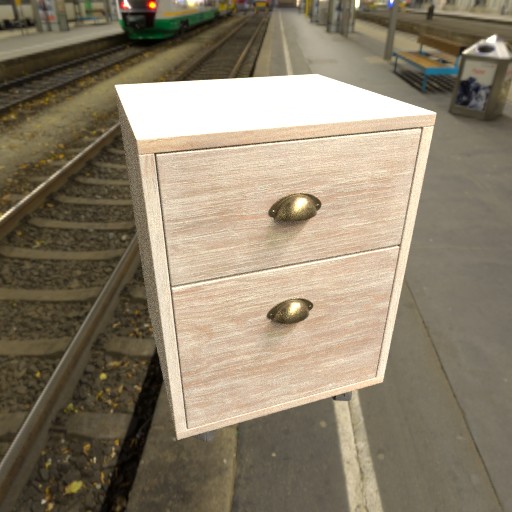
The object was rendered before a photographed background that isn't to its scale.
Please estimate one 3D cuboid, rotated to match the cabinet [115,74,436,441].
[{"bbox_3d":[0.000,0.000,0.849,0.409,0.579,0.401,-10,32,-16],"label":"cabinet"}]
